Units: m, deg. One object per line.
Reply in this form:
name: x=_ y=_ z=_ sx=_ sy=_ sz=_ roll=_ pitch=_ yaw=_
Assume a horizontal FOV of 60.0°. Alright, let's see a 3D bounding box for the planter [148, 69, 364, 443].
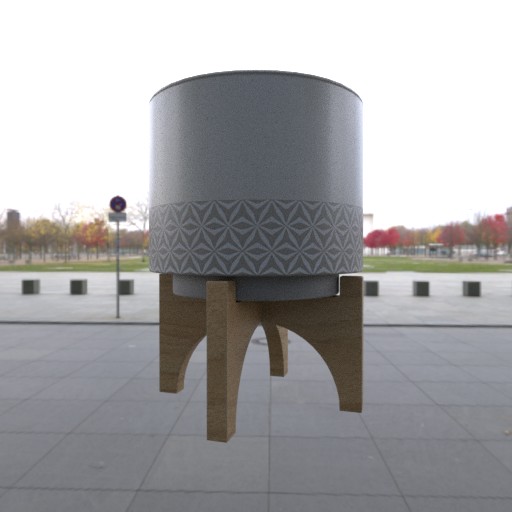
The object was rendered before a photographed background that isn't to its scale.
planter: x=0.000 y=0.000 z=0.529 sx=0.249 sy=0.343 sz=0.249 roll=0 pitch=1 yaw=0
